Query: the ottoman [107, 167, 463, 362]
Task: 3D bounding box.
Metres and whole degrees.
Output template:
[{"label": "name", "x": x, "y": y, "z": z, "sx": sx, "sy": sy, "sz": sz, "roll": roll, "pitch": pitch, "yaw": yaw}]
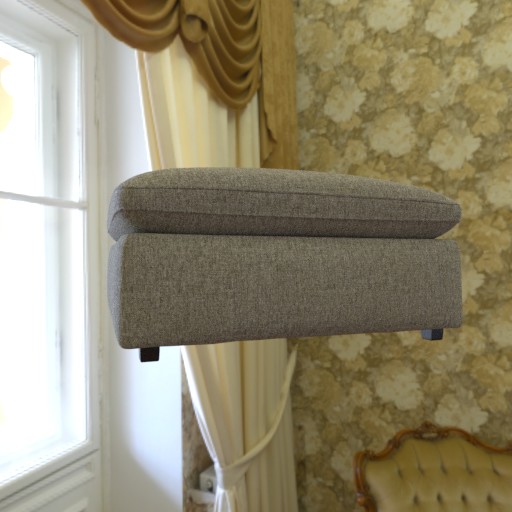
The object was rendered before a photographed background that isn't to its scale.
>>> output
[{"label": "ottoman", "x": 0.000, "y": 0.000, "z": 1.643, "sx": 1.039, "sy": 0.526, "sz": 1.035, "roll": 0, "pitch": -1, "yaw": -20}]
